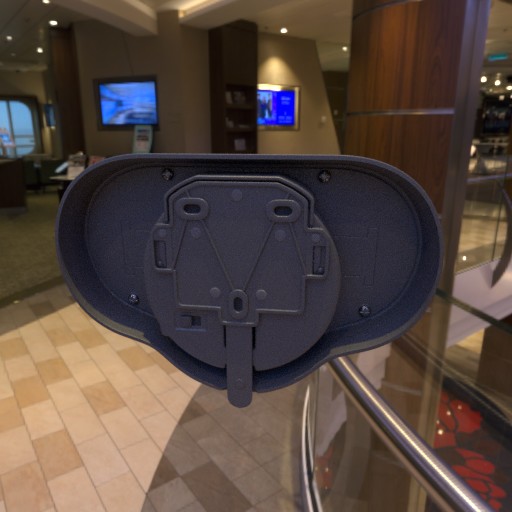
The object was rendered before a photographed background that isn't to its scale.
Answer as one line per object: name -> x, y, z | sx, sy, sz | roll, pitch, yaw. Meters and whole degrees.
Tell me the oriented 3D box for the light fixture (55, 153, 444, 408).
light fixture -> 0.000, 0.000, 0.337 | 0.229, 0.159, 0.159 | 2, 16, 7
